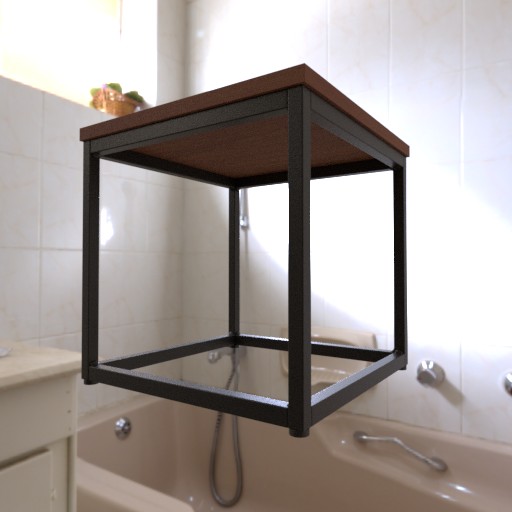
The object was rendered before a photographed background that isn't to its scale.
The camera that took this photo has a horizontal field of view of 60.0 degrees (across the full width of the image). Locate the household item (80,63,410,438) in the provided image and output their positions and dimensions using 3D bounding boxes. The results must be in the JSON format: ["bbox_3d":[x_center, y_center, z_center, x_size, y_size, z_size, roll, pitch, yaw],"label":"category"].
[{"bbox_3d":[0.000,0.000,0.746,0.400,0.400,0.400,-1,-1,34],"label":"household item"}]
